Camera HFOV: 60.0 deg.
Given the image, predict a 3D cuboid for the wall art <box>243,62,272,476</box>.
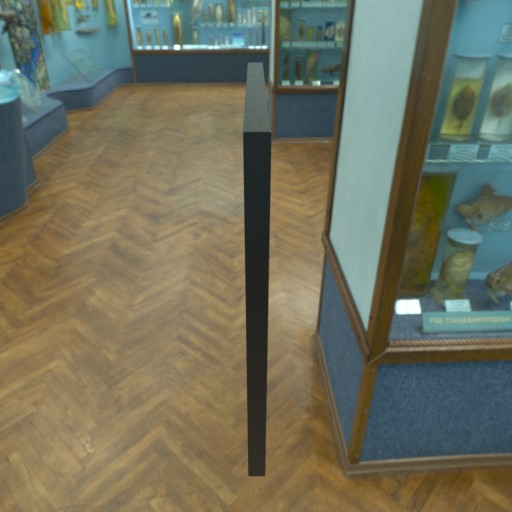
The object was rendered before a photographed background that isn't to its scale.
[{"bbox_3d":[0.000,0.000,0.759,0.028,0.551,0.451,0,31,0],"label":"wall art"}]
